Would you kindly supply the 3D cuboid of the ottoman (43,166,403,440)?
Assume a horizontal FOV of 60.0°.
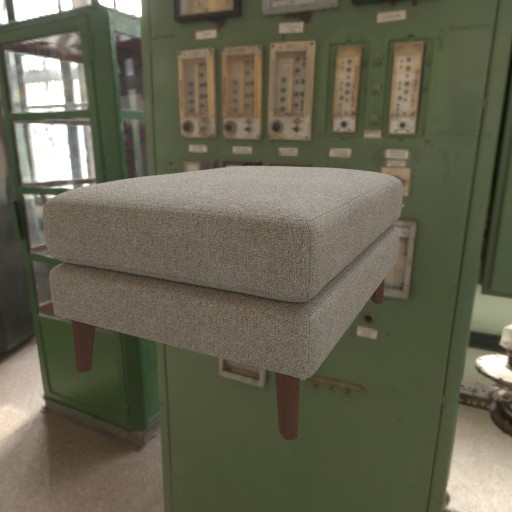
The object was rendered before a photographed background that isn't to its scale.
[{"bbox_3d":[0.000,0.000,1.177,0.611,0.441,0.821,8,17,26],"label":"ottoman"}]
